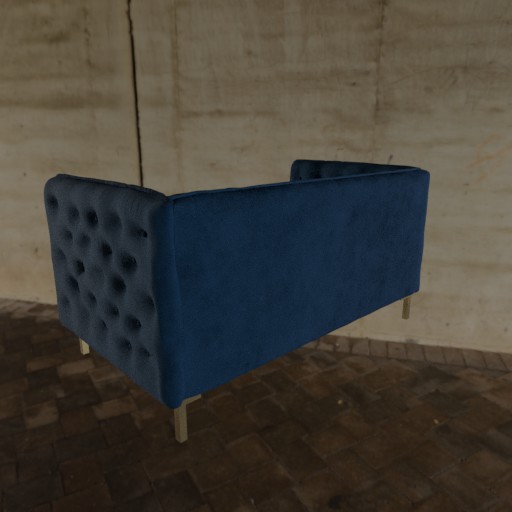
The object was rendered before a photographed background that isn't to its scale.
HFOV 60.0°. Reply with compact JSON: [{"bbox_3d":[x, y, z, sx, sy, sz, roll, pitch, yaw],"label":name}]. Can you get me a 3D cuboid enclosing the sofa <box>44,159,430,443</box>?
[{"bbox_3d":[0.000,0.000,2.079,1.583,0.810,0.909,-14,21,-41],"label":"sofa"}]
